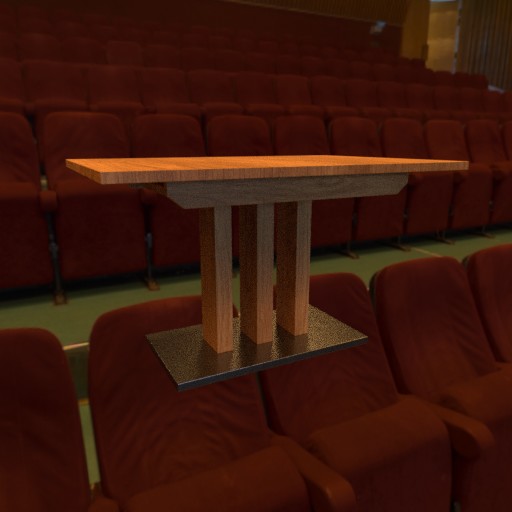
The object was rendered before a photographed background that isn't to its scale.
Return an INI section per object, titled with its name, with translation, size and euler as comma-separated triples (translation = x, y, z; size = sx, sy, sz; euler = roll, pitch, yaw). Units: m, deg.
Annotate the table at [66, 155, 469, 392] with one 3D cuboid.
[table]
translation = 0.000, 0.000, 1.824
size = 1.300, 0.770, 0.900
euler = -7, 16, -26
